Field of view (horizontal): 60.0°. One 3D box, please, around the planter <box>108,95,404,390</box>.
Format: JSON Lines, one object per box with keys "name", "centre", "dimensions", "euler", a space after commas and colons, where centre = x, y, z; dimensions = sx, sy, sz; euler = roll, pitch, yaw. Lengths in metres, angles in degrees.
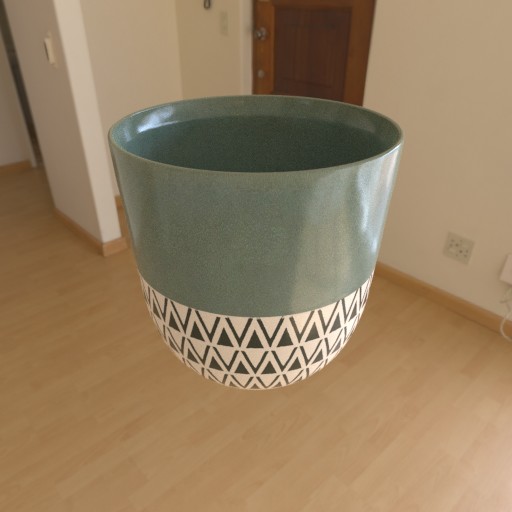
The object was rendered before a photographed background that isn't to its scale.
{"name": "planter", "centre": [0.000, 0.000, 0.362], "dimensions": [0.198, 0.214, 0.198], "euler": [0, 31, 0]}
